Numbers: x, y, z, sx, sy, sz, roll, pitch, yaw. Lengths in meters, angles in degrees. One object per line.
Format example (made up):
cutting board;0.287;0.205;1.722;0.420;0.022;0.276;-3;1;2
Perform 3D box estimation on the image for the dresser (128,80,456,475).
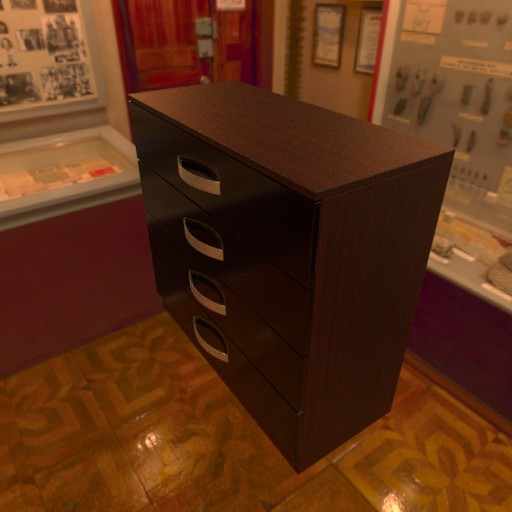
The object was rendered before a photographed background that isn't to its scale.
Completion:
dresser;0.000;0.000;1.167;0.360;0.720;0.750;-20;38;-28
